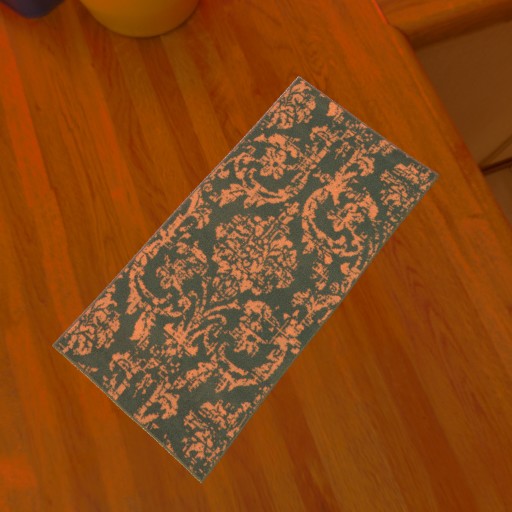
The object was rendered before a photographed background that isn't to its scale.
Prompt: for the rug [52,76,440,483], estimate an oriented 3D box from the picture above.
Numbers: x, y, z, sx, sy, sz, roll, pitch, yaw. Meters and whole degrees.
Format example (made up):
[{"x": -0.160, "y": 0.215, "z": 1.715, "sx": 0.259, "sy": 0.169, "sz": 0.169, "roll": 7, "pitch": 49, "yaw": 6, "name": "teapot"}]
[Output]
[{"x": 0.000, "y": 0.000, "z": 1.416, "sx": 0.604, "sy": 0.007, "sz": 1.219, "roll": 38, "pitch": 79, "yaw": 9, "name": "rug"}]
